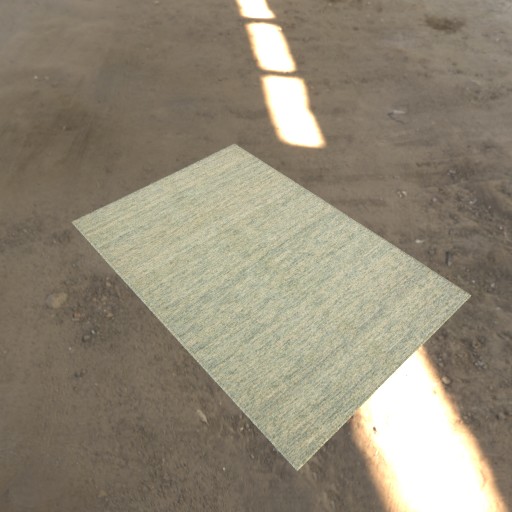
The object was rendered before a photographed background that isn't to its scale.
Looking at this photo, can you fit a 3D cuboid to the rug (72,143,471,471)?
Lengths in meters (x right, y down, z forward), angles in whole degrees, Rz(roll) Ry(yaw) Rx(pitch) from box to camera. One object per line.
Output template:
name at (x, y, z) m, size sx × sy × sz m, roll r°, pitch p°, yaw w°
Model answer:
rug at (0.000, 0.000, 2.415) m, size 1.250 × 0.015 × 1.850 m, roll -33°, pitch 55°, yaw -27°
